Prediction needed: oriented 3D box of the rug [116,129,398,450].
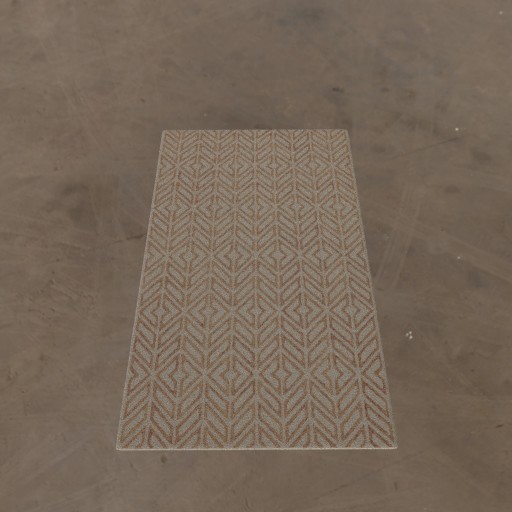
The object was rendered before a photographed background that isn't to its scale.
[{"bbox_3d":[0.000,0.000,3.019,1.523,0.008,2.438,0,59,0],"label":"rug"}]
